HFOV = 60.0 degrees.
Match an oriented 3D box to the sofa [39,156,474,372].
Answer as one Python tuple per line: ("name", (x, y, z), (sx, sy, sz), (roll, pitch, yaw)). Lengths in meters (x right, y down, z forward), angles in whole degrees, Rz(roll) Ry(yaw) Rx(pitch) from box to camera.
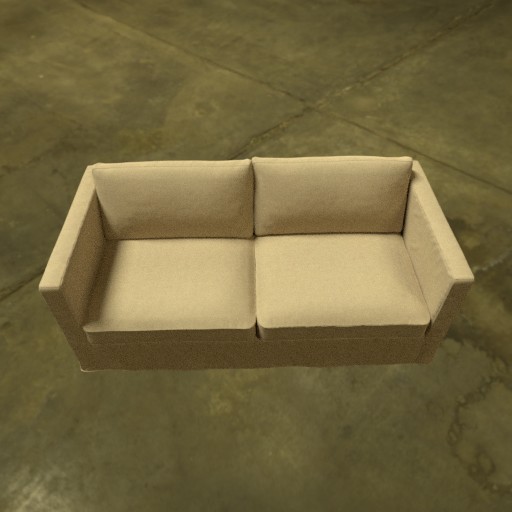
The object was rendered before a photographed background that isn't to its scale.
("sofa", (0.000, 0.000, 2.450), (1.959, 0.835, 0.962), (-1, 47, -1))
